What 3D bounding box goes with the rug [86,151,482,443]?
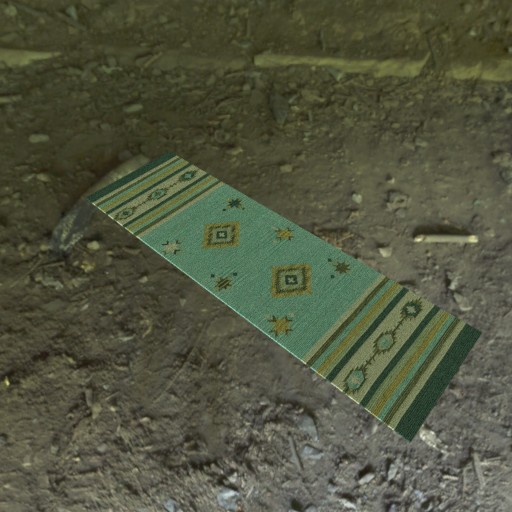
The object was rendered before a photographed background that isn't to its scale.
[{"bbox_3d":[0.000,0.000,2.637,2.441,0.010,0.744,33,55,27],"label":"rug"}]
